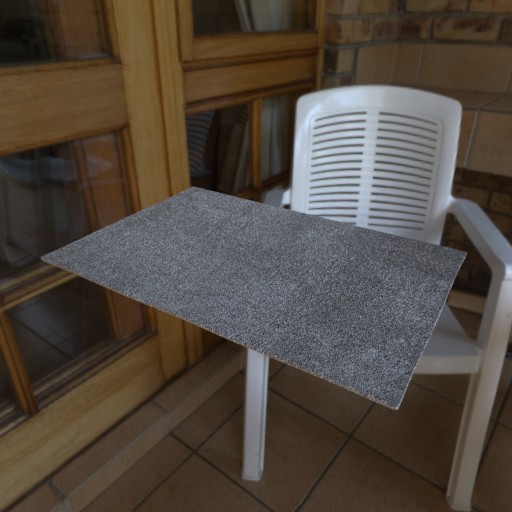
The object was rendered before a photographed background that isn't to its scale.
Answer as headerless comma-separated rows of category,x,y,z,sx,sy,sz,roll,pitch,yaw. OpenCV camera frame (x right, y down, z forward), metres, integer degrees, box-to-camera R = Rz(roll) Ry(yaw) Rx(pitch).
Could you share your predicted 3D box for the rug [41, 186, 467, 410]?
rug,0.000,0.000,3.367,2.699,0.026,1.802,17,33,28
